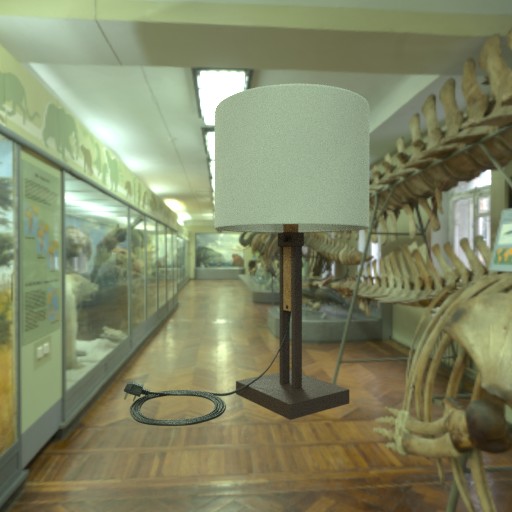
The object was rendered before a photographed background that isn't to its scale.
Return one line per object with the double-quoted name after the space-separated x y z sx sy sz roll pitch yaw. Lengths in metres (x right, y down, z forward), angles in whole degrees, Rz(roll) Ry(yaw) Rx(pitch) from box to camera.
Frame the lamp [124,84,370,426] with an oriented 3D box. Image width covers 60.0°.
0.000 0.000 1.003 0.525 0.668 0.396 0 0 -35 "lamp"
